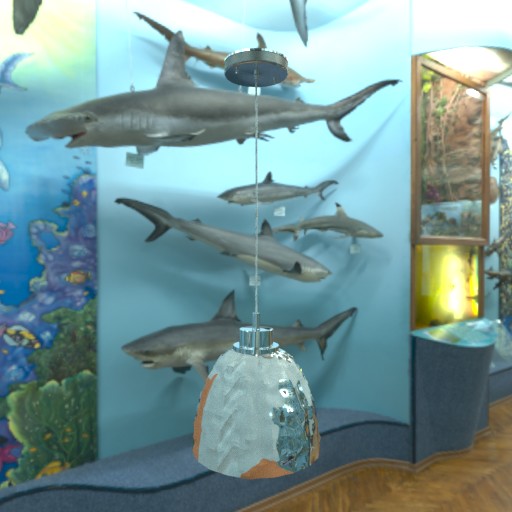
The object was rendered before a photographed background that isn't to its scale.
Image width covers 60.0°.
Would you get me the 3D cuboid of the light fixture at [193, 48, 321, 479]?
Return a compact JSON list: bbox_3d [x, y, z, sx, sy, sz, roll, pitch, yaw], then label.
[{"bbox_3d":[0.000,0.000,1.743,0.496,1.511,0.500,0,1,-35],"label":"light fixture"}]
